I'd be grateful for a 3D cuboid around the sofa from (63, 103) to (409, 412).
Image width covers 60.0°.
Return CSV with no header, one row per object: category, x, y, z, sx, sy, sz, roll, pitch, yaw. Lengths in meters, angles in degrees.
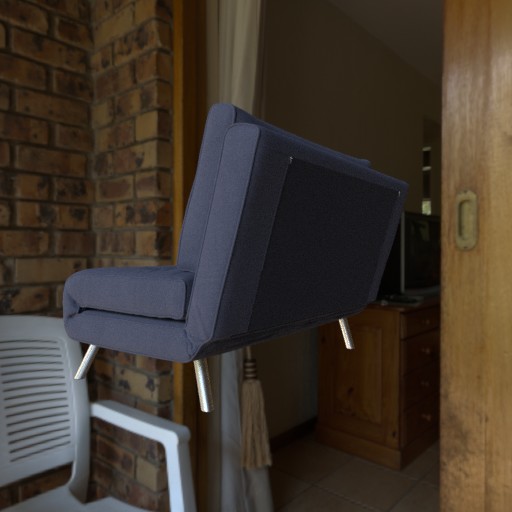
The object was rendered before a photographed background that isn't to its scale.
sofa,0.000,0.000,1.848,0.910,0.910,1.220,1,1,36
